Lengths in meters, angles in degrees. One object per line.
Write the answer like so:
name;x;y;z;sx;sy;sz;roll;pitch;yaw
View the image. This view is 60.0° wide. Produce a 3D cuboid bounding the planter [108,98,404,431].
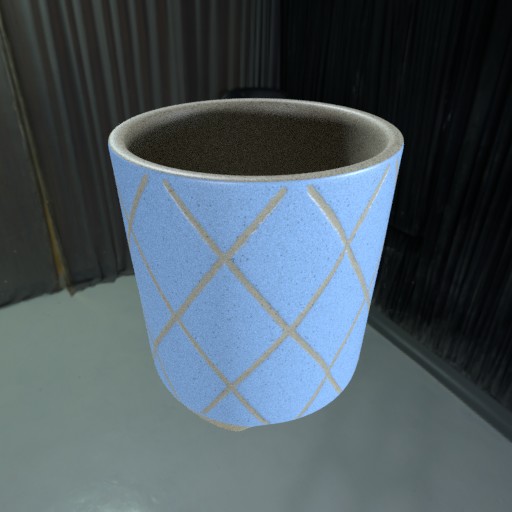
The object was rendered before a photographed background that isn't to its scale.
planter;0.000;0.000;0.347;0.191;0.200;0.191;0;31;0
